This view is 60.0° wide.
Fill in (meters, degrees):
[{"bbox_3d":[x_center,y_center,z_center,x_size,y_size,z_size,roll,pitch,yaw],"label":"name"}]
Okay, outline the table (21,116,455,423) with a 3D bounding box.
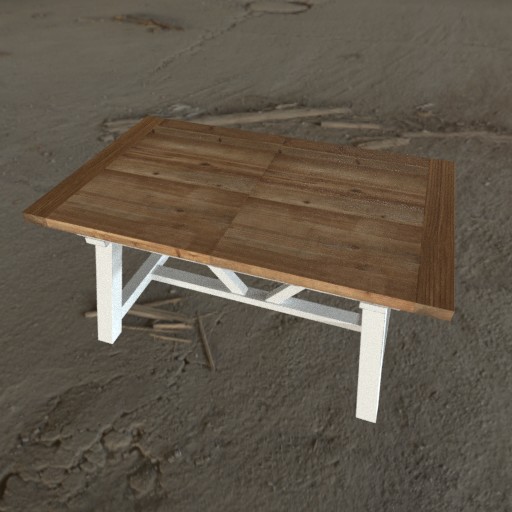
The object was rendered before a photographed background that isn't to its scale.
[{"bbox_3d":[0.000,0.000,2.011,1.503,0.743,0.922,13,42,14],"label":"table"}]
